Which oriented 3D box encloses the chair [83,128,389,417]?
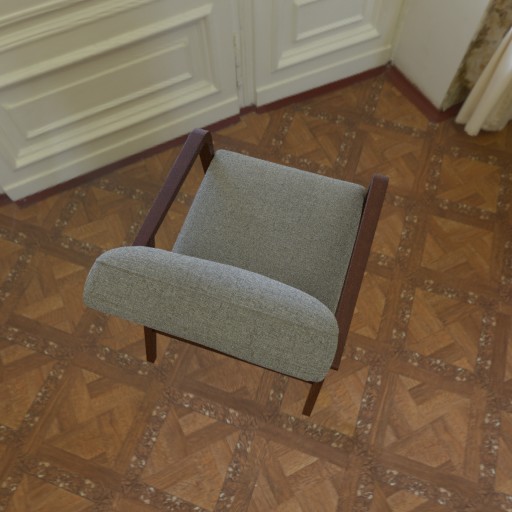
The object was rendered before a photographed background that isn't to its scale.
[{"bbox_3d":[0.000,0.000,1.489,0.704,0.847,0.858,16,64,8],"label":"chair"}]
